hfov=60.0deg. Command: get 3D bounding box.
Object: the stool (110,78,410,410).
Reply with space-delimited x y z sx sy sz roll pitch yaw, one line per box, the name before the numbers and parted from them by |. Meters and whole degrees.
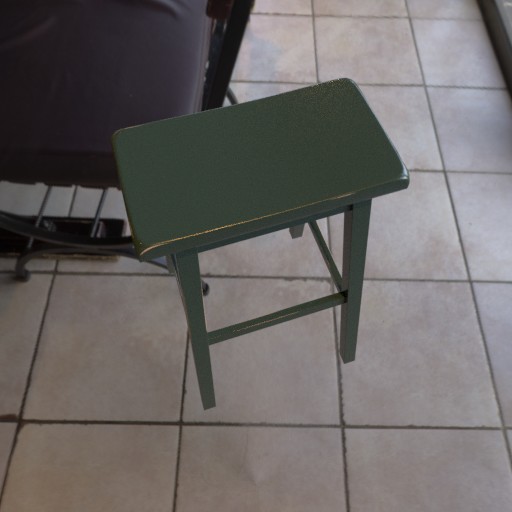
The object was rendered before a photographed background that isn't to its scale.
stool | 0.000 0.000 1.049 0.457 0.737 0.476 -16 64 -8
